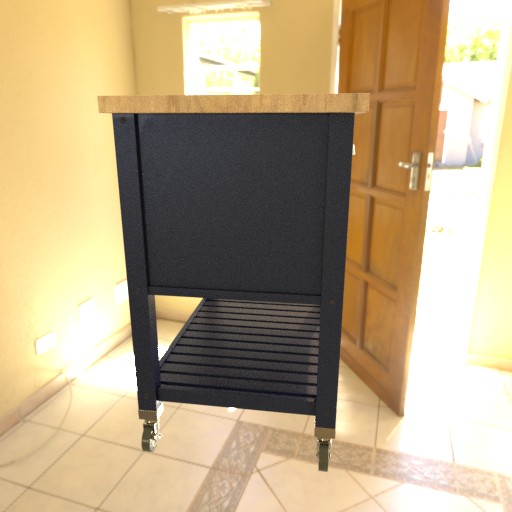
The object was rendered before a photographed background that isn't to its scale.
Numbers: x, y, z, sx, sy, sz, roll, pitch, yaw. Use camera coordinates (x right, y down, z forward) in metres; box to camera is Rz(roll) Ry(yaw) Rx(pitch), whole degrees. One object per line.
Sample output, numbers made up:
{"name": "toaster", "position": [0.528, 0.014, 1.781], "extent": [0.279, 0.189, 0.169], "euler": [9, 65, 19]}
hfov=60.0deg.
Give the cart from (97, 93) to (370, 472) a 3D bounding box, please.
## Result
{"name": "cart", "position": [0.000, 0.000, 1.404], "extent": [0.567, 0.920, 0.797], "euler": [3, 17, 8]}
